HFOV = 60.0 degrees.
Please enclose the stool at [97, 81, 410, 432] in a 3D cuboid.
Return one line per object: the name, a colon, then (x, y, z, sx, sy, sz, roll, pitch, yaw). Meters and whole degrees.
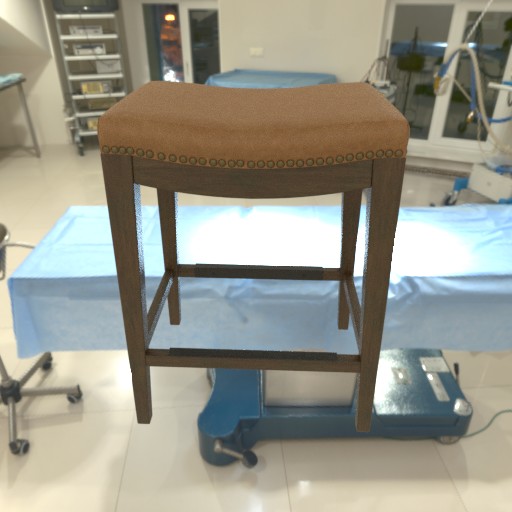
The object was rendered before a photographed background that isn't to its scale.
stool: (0.000, 0.000, 0.946, 0.500, 0.660, 0.361, 1, 30, 2)
